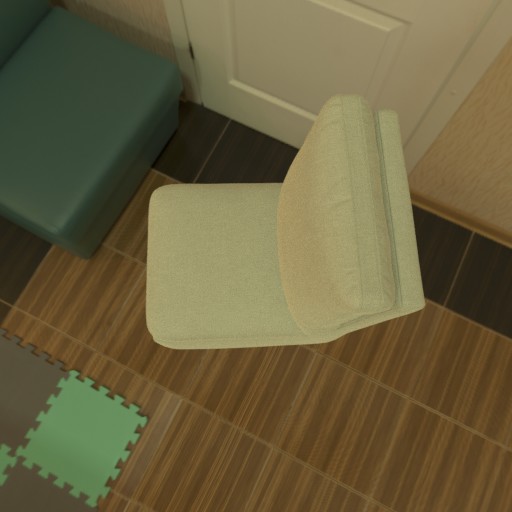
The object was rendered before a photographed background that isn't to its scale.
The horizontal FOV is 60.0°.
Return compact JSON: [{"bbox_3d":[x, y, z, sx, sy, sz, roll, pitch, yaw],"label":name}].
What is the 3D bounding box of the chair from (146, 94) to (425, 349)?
[{"bbox_3d":[0.000,0.000,1.354,0.698,0.927,0.503,-2,74,-1],"label":"chair"}]
